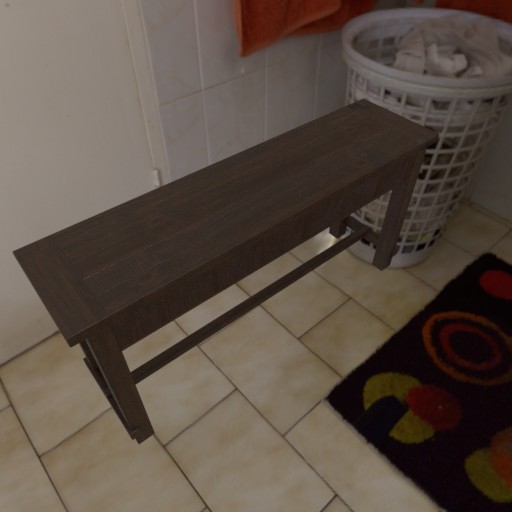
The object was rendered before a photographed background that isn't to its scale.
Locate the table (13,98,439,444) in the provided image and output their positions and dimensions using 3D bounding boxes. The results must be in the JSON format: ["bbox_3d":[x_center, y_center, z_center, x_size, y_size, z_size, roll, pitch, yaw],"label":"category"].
[{"bbox_3d":[0.000,0.000,1.864,1.599,0.762,0.442,-30,52,-26],"label":"table"}]
